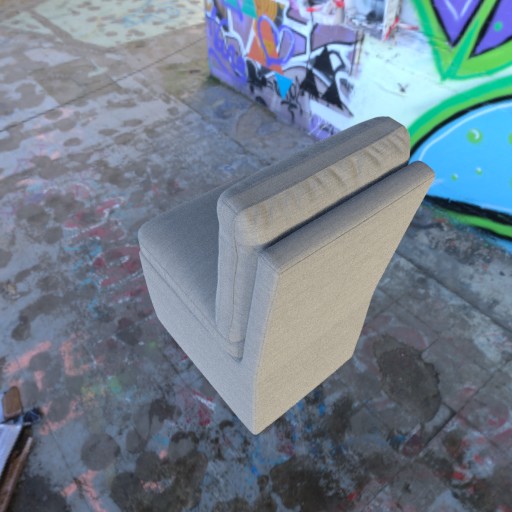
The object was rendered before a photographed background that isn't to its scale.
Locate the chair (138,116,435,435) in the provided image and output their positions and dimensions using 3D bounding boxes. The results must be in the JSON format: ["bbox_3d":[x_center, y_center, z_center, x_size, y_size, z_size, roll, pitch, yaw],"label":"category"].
[{"bbox_3d":[0.000,0.000,1.339,0.503,0.927,0.698,-31,54,-26],"label":"chair"}]
